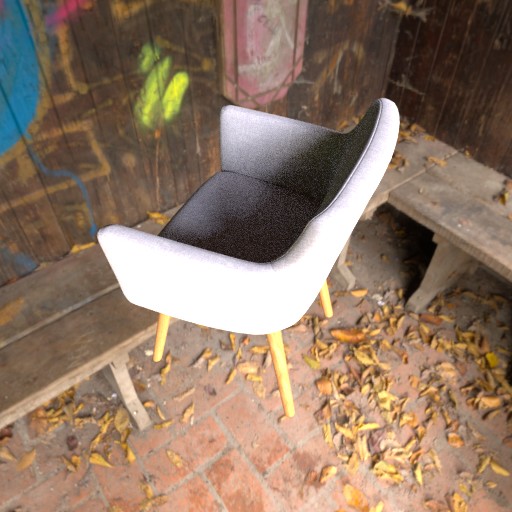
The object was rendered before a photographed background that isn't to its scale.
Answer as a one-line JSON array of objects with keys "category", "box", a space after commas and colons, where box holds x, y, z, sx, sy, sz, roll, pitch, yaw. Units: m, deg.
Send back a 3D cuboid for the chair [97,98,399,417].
[{"category": "chair", "box": [0.000, 0.000, 1.153, 0.540, 0.780, 0.570, 18, 49, 16]}]
